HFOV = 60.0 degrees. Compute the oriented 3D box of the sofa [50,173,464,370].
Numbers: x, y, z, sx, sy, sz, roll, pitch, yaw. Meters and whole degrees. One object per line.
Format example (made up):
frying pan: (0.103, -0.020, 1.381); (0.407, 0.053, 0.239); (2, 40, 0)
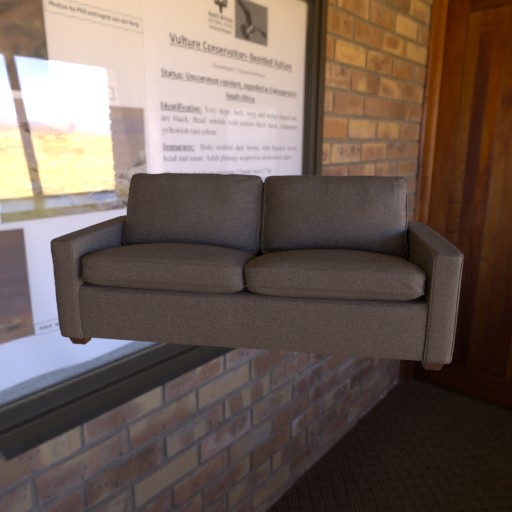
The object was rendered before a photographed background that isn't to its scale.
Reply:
sofa: (0.000, 0.000, 2.609); (2.080, 0.919, 0.940); (2, 14, 9)
